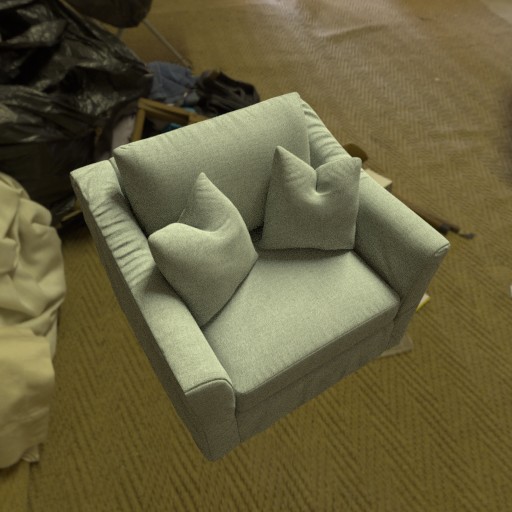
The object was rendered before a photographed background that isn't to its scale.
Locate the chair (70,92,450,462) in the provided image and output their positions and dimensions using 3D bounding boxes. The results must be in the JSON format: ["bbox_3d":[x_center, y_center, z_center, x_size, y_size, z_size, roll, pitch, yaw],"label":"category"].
[{"bbox_3d":[0.000,0.000,1.996,1.194,1.059,1.071,-25,53,-21],"label":"chair"}]
